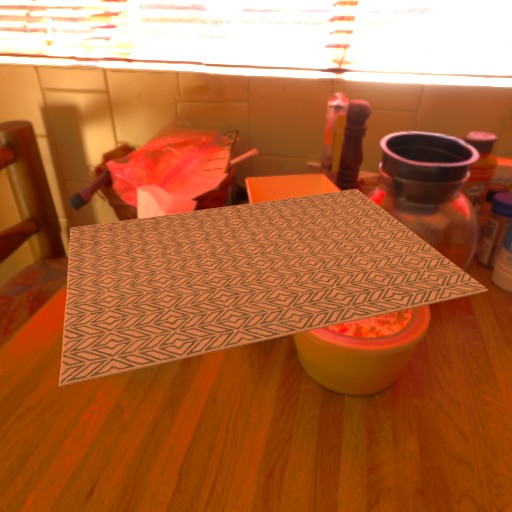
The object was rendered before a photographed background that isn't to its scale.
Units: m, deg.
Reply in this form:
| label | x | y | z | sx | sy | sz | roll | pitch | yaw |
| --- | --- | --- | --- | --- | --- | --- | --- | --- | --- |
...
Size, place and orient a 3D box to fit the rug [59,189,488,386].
| label | x | y | z | sx | sy | sz | roll | pitch | yaw |
| --- | --- | --- | --- | --- | --- | --- | --- | --- | --- |
| rug | 0.000 | 0.000 | 2.267 | 1.828 | 0.007 | 1.220 | -10 | 33 | -15 |
